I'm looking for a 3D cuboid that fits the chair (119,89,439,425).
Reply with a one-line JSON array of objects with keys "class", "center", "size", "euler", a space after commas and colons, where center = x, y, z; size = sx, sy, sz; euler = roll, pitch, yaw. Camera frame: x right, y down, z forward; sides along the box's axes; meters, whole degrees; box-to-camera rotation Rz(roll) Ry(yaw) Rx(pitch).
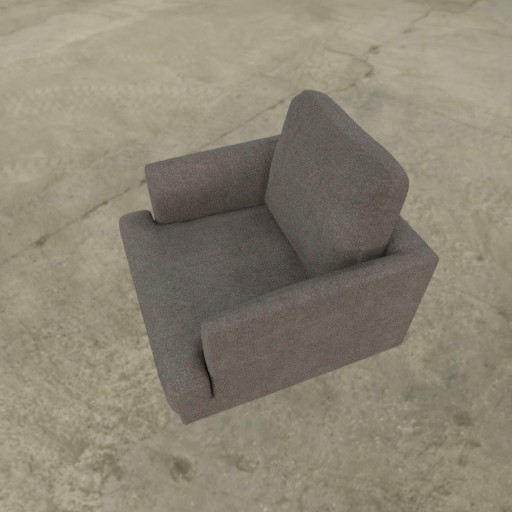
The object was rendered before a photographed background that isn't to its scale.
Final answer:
[{"class": "chair", "center": [0.000, 0.000, 1.651], "size": [0.899, 0.957, 0.858], "euler": [-16, 49, -14]}]
